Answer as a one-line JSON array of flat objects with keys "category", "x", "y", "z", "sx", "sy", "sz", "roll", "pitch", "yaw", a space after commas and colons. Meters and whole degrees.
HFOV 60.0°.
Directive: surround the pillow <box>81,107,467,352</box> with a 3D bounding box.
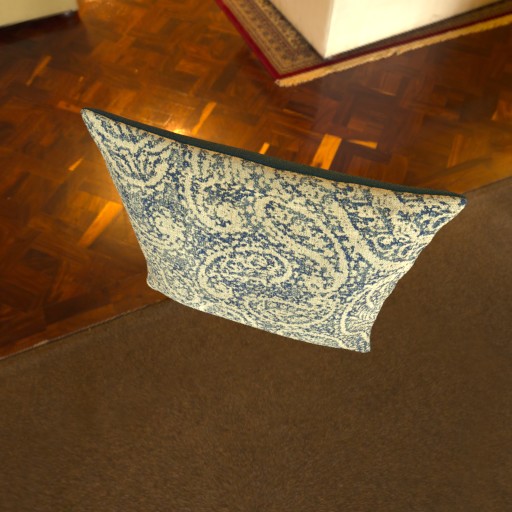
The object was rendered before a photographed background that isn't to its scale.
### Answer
[{"category": "pillow", "x": 0.000, "y": 0.000, "z": 0.779, "sx": 0.523, "sy": 0.510, "sz": 0.166, "roll": 16, "pitch": 60, "yaw": 9}]
